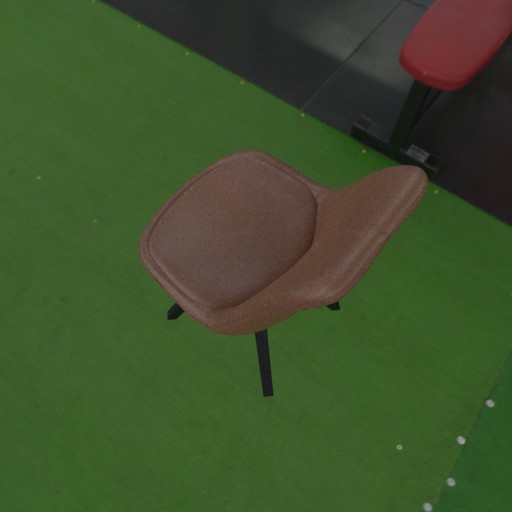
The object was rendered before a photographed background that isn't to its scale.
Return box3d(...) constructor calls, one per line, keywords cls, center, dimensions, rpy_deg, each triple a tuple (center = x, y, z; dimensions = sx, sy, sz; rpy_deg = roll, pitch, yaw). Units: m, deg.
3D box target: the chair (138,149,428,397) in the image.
box3d(cls="chair", center=(0.000, 0.000, 1.142), dimensions=(0.550, 0.850, 0.475), rpy_deg=(36, 69, 16))
